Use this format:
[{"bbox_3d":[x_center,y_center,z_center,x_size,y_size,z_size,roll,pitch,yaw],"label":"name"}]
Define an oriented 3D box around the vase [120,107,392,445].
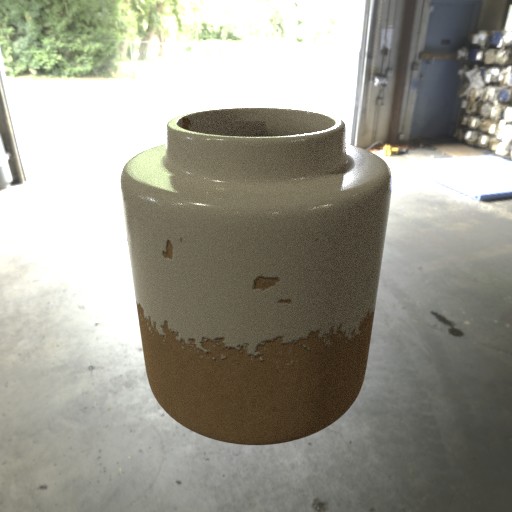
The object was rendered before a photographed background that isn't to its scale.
[{"bbox_3d":[0.000,0.000,0.281,0.153,0.167,0.153,0,27,0],"label":"vase"}]
